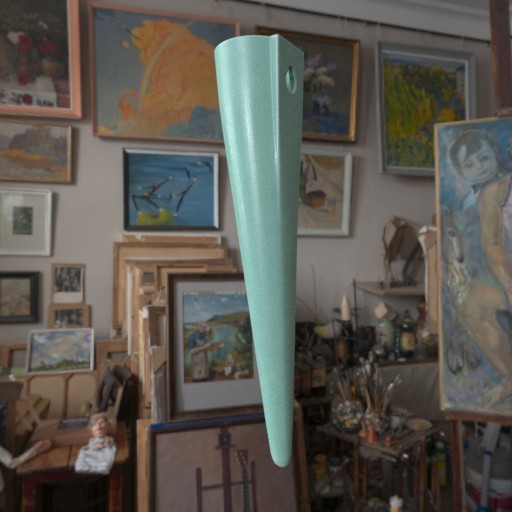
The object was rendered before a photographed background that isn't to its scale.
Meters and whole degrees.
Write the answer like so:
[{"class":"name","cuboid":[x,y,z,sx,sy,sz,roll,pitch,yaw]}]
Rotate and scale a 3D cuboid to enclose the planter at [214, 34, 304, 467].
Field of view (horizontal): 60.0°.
[{"class":"planter","cuboid":[0.000,0.000,0.294,0.055,0.268,0.054,0,1,36]}]
